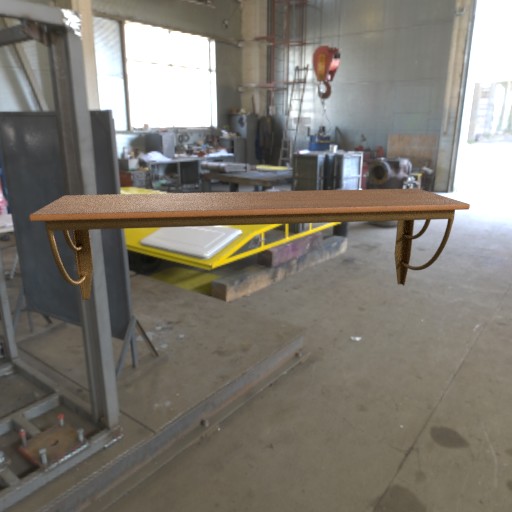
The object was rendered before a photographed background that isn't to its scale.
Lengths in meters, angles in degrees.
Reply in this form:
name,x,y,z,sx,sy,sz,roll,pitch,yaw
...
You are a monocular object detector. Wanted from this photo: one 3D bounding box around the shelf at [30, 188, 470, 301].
name,x,y,z,sx,sy,sz,roll,pitch,yaw
shelf,0.000,0.000,0.741,0.636,0.190,0.166,-2,17,-7
